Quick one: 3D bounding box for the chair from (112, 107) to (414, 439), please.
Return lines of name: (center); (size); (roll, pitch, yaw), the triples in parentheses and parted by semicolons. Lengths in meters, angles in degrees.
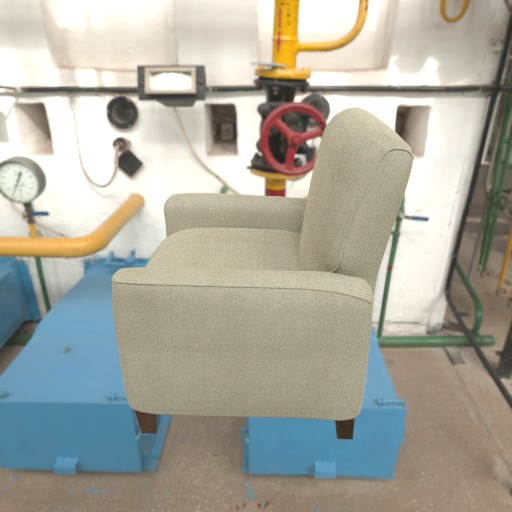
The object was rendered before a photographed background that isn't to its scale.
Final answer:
chair: (0.000, 0.000, 1.625); (0.853, 1.006, 0.850); (1, 25, 2)
